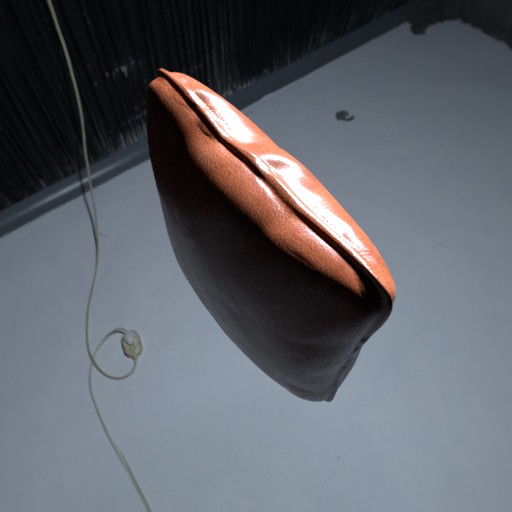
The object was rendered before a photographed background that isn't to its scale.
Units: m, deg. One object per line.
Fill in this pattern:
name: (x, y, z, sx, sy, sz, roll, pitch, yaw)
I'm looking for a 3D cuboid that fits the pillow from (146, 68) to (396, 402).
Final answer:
pillow: (0.000, 0.000, 0.814, 0.236, 0.523, 0.532, -33, 64, -18)
